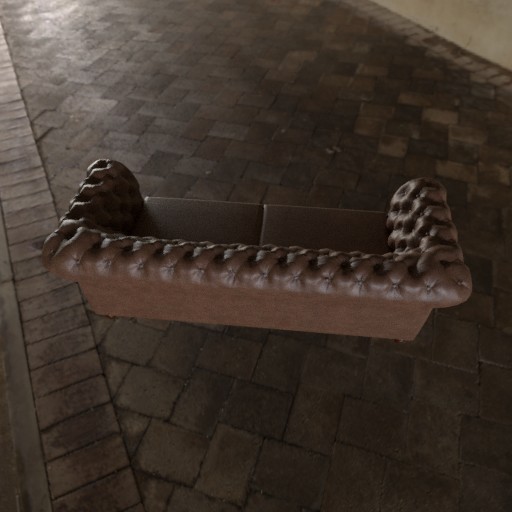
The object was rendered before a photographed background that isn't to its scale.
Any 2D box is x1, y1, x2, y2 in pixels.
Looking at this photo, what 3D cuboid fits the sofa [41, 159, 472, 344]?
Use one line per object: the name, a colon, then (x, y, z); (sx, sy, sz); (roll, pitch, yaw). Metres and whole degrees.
sofa: (0.000, 0.000, 2.864); (2.385, 0.783, 0.944); (4, 47, 4)
